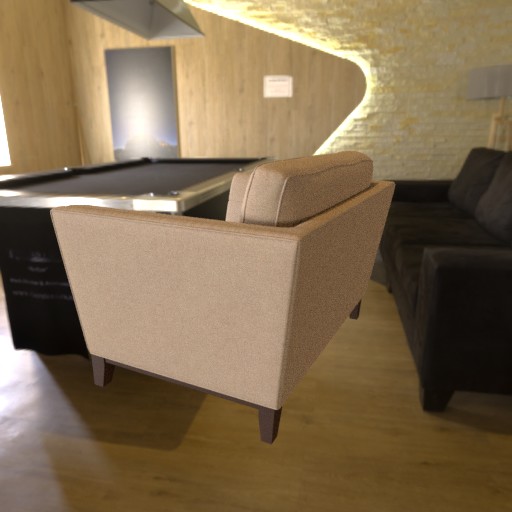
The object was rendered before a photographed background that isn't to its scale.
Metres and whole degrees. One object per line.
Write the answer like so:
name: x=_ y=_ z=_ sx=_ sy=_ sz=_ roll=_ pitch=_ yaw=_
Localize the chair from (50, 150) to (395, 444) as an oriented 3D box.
chair: x=0.000 y=0.000 z=2.051 sx=0.965 sy=0.940 sz=1.397 roll=8 pitch=18 yaw=26
